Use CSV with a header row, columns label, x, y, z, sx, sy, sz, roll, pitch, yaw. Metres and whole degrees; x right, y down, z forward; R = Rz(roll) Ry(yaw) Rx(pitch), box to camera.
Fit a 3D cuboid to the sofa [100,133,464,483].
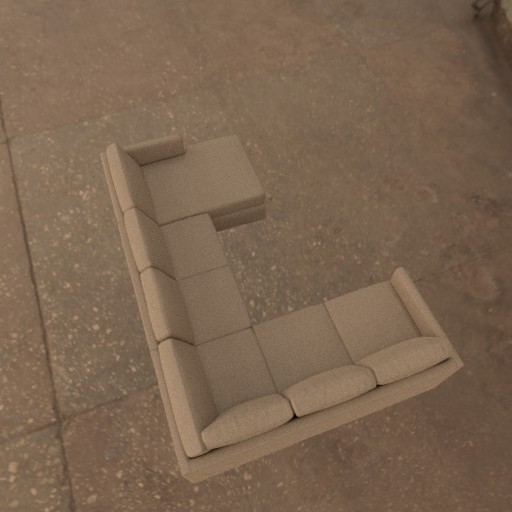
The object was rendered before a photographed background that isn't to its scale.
label,x,y,z,sx,sy,sz,roll,pitch,yaw
sofa,0.000,0.000,4.491,2.427,0.882,3.460,-18,60,-10
